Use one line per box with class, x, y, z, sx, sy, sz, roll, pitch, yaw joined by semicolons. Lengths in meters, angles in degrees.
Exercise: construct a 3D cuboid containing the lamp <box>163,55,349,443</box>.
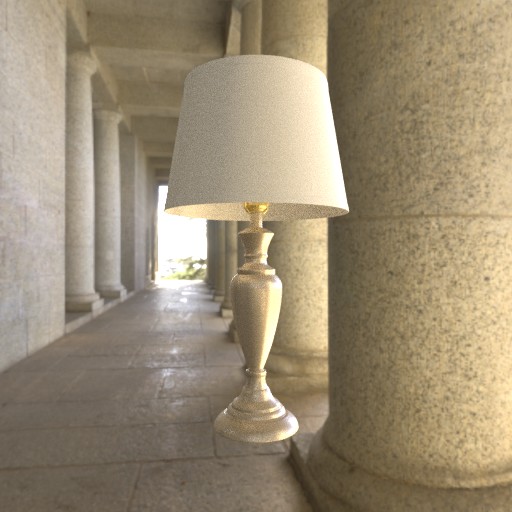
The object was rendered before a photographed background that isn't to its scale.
lamp;0.000;0.000;0.800;0.328;0.612;0.328;0;0;0
